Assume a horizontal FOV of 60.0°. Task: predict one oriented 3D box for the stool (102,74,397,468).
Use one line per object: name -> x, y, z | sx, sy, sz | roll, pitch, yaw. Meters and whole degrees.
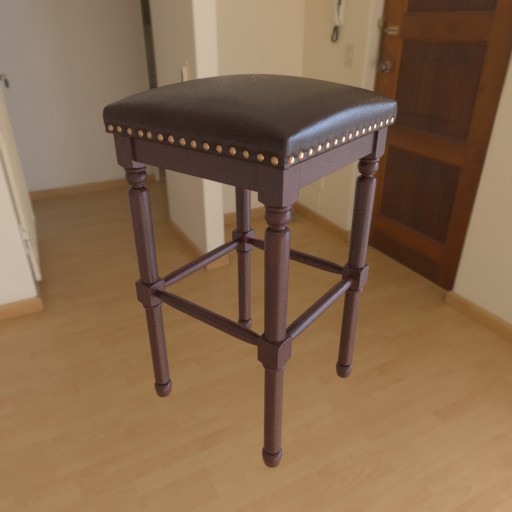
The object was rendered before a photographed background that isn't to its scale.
stool -> 0.000, 0.000, 0.926 | 0.382, 0.702, 0.383 | 19, 33, 32
